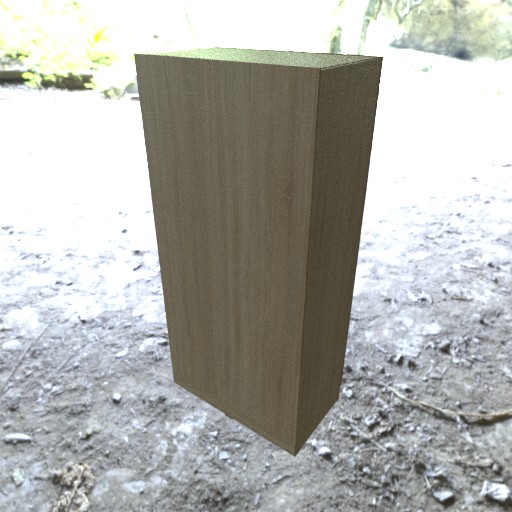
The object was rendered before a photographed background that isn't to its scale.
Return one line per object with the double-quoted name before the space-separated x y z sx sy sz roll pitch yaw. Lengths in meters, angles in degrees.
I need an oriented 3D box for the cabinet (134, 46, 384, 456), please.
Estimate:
"cabinet" 0.000 0.000 2.552 1.001 2.121 0.590 20 35 31
